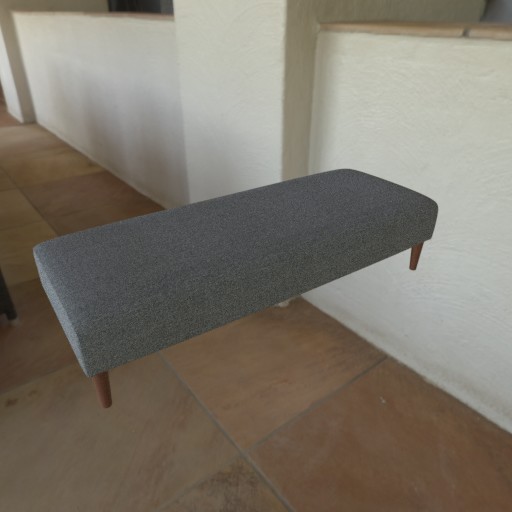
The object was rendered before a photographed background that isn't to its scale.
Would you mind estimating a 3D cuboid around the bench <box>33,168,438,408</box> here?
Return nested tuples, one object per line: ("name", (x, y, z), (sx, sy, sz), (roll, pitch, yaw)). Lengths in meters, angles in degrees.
("bench", (0.000, 0.000, 1.876), (1.598, 0.384, 0.631), (-18, 34, -30))
